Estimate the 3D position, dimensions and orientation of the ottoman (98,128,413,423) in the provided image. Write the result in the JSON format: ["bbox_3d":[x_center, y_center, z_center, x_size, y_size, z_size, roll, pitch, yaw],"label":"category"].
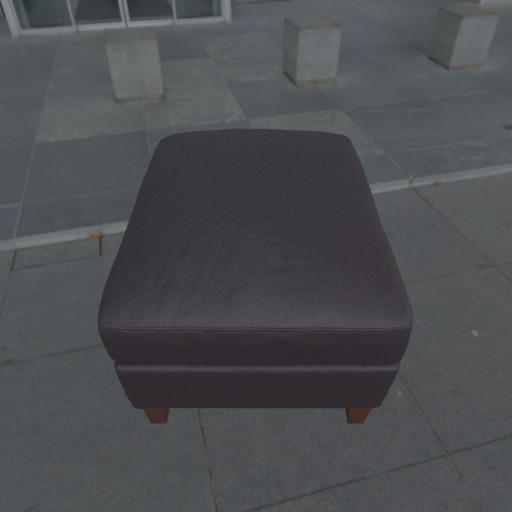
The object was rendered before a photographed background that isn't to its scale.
[{"bbox_3d":[0.000,0.000,1.306,0.659,0.529,0.887,0,41,0],"label":"ottoman"}]
